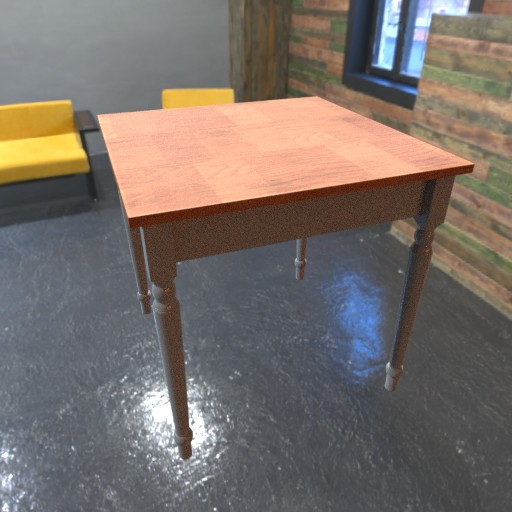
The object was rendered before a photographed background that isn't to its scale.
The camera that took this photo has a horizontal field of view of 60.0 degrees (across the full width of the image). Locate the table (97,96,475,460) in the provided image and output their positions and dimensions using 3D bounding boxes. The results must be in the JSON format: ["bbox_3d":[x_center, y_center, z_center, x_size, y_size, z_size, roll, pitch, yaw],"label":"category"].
[{"bbox_3d":[0.000,0.000,1.350,0.747,0.738,0.747,-11,33,-18],"label":"table"}]
